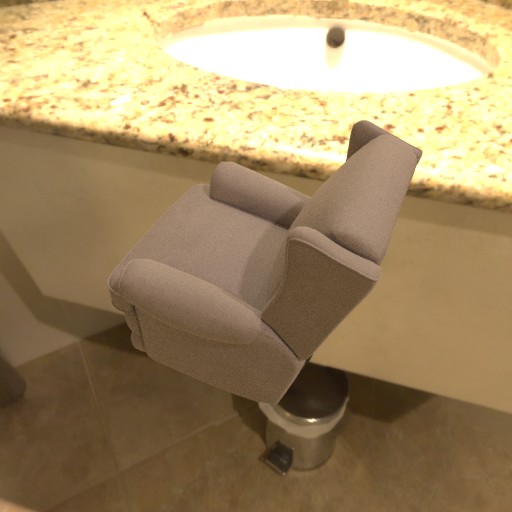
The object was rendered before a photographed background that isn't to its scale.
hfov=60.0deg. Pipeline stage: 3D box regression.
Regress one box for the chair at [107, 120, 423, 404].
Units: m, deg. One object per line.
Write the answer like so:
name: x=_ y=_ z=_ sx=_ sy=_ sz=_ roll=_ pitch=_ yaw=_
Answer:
chair: x=0.000 y=0.000 z=1.749 sx=0.969 sy=1.011 sz=0.847 roll=18 pitch=48 yaw=17
